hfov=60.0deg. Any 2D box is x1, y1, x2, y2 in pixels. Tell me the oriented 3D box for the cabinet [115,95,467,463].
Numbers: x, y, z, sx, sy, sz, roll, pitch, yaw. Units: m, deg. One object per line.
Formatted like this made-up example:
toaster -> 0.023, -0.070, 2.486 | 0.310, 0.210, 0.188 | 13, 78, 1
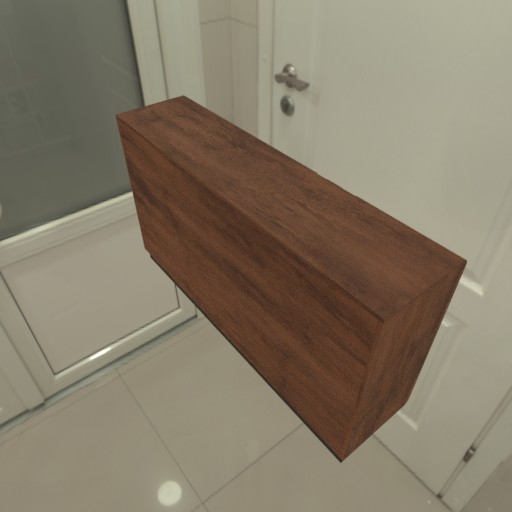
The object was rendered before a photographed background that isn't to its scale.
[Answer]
cabinet -> 0.000, 0.000, 2.014 | 0.420, 0.900, 1.600 | -28, 49, -28
